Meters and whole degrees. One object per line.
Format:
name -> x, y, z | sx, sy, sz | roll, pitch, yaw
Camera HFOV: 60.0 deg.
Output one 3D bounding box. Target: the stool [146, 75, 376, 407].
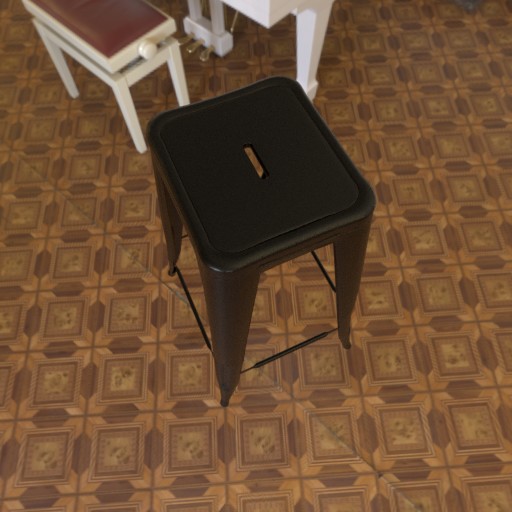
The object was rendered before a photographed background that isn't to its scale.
stool -> 0.000, 0.000, 0.899 | 0.423, 0.609, 0.455 | -33, 68, -15
